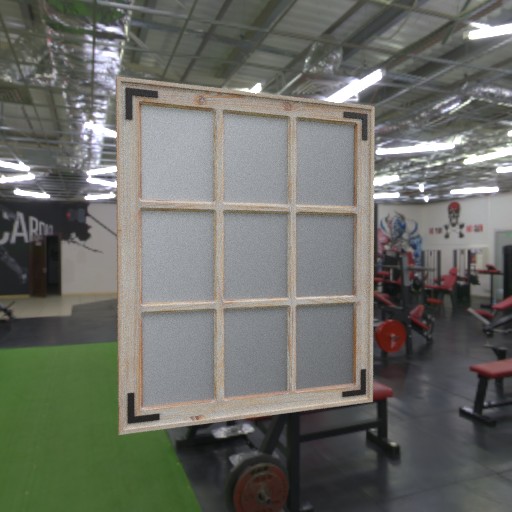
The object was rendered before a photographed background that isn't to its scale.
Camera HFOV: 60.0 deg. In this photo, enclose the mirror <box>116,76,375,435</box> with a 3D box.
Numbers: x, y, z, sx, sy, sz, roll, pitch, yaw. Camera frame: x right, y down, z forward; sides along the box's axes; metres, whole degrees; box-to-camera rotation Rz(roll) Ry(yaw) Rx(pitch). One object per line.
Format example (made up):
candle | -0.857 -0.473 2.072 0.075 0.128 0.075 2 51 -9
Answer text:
mirror | 0.000 0.000 1.221 0.730 0.882 0.032 0 1 -19
